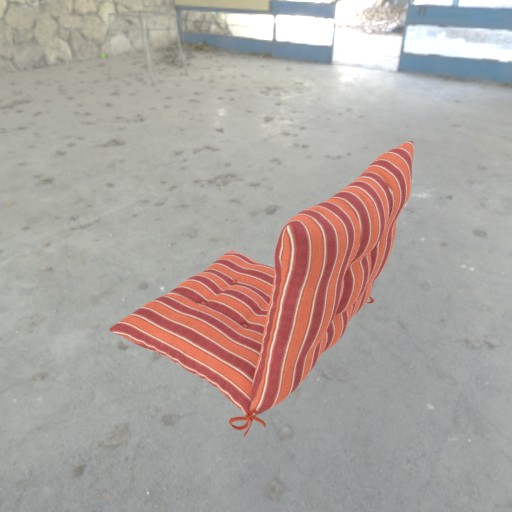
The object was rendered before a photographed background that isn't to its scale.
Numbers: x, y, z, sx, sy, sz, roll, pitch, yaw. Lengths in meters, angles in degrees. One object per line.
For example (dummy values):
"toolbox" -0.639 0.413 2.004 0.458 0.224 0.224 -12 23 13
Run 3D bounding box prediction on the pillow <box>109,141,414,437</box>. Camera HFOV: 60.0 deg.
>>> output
"pillow" 0.000 0.000 1.066 0.585 0.536 0.541 22 38 30
